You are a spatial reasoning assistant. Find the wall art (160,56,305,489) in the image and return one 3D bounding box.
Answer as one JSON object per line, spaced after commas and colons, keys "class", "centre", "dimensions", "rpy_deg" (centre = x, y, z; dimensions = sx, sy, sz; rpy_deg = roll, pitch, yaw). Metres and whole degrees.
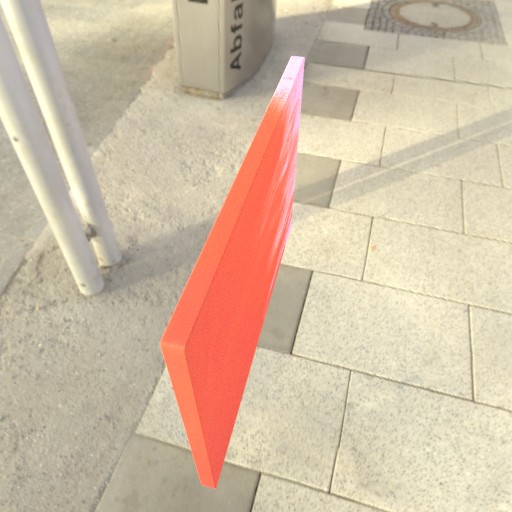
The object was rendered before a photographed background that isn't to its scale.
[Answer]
{"class": "wall art", "centre": [0.000, 0.000, 1.097], "dimensions": [0.040, 0.609, 0.913], "rpy_deg": [10, 48, 10]}
